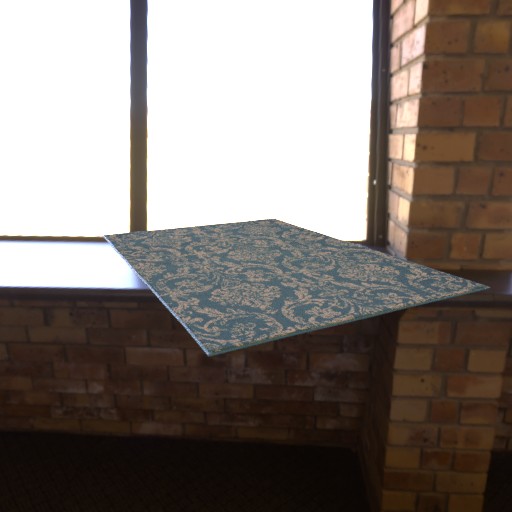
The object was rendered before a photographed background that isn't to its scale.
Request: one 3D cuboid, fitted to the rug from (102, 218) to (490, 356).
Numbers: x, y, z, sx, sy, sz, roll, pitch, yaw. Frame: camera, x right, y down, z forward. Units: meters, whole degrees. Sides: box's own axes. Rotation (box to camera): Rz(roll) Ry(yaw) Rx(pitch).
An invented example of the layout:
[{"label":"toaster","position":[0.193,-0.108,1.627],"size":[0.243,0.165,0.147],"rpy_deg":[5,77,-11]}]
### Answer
[{"label":"rug","position":[0.000,0.000,2.863],"size":[1.554,0.012,2.205],"rpy_deg":[-8,17,-27]}]
